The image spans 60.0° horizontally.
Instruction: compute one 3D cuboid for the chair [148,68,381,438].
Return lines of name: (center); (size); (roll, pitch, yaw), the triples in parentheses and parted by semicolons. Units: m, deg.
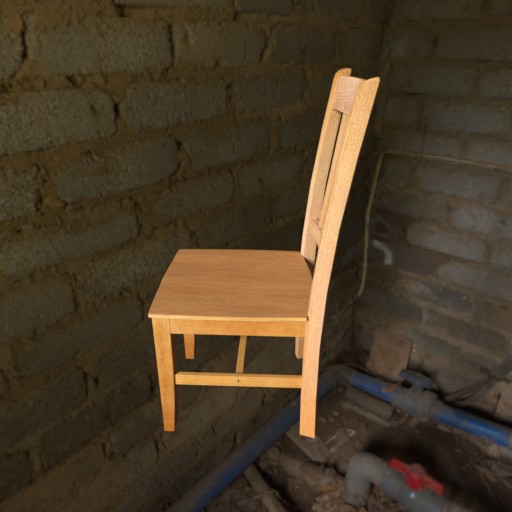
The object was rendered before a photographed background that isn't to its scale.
chair: (0.000, 0.000, 1.297); (0.556, 0.998, 0.450); (1, 25, 2)
